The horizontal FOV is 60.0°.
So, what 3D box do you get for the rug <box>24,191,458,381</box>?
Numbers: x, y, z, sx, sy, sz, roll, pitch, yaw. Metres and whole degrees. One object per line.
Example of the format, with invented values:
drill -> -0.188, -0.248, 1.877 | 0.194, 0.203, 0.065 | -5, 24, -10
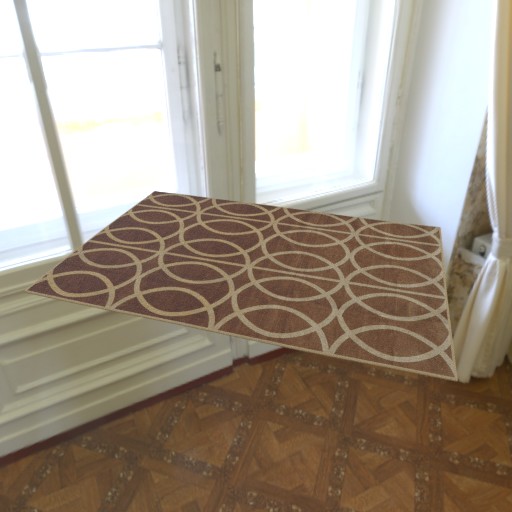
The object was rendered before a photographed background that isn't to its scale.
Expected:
rug -> 0.000, 0.000, 2.830 | 2.294, 0.014, 1.528 | 9, 32, 14
